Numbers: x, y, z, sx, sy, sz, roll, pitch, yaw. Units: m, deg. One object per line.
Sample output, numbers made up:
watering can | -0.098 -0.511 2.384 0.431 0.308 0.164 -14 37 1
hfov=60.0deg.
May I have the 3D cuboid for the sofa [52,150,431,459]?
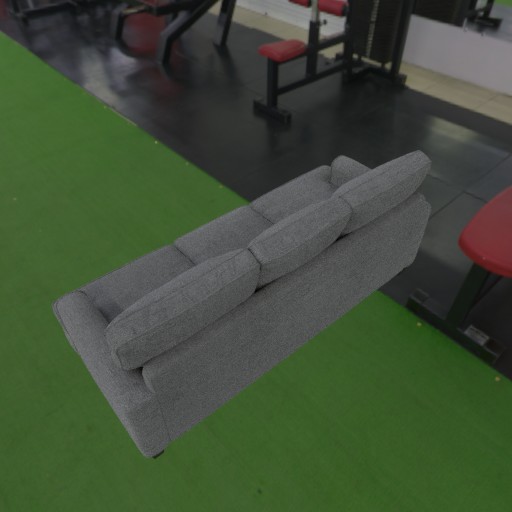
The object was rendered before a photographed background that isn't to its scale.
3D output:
sofa | 0.000 0.000 2.618 2.158 0.965 0.951 -30 52 -27
